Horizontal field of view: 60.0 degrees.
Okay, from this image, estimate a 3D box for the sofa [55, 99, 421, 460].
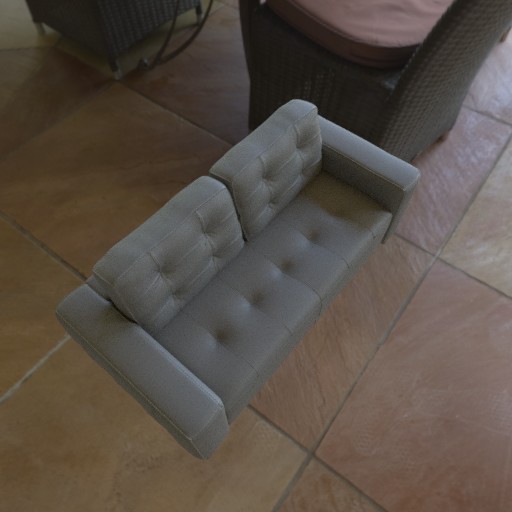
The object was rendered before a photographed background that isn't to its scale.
[{"bbox_3d":[0.000,0.000,2.213,0.833,0.893,1.726,36,65,20],"label":"sofa"}]
